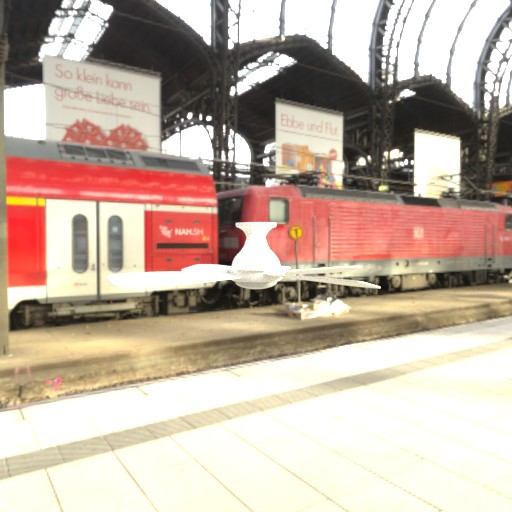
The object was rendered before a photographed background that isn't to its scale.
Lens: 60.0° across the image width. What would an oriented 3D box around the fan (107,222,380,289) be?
[{"bbox_3d":[0.000,0.000,2.568,1.694,0.382,1.693,-1,2,-36],"label":"fan"}]
